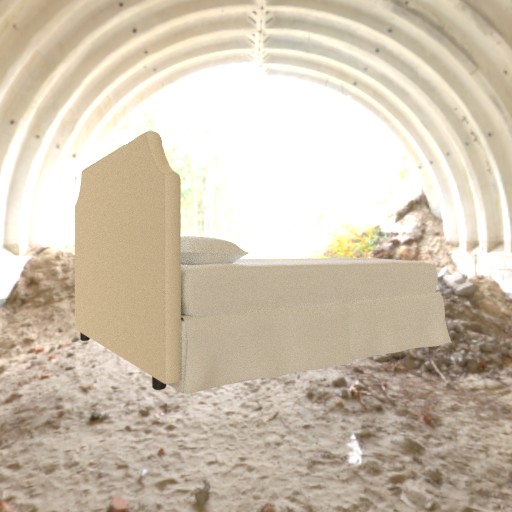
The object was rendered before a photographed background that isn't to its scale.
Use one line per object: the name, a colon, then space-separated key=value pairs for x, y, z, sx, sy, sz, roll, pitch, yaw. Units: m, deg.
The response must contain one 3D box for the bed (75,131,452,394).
bed: x=0.000 y=0.000 z=4.191 sx=2.773 sy=1.590 sz=2.350 roll=0 pitch=1 yaw=-35
